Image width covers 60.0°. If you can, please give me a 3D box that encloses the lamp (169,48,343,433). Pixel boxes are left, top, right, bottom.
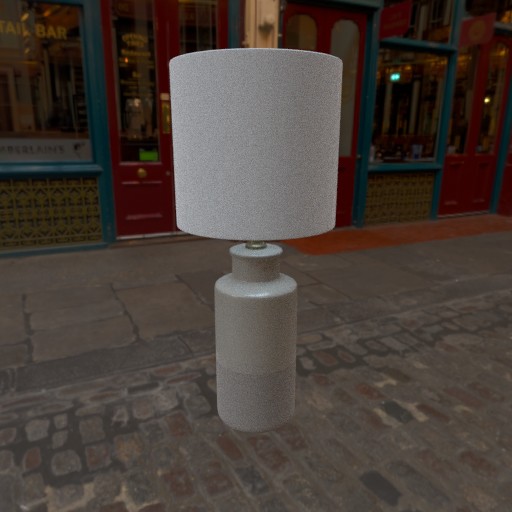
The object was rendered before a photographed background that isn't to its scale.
[{"bbox_3d":[0.000,0.000,0.615,0.212,0.493,0.212,-8,17,-26],"label":"lamp"}]
